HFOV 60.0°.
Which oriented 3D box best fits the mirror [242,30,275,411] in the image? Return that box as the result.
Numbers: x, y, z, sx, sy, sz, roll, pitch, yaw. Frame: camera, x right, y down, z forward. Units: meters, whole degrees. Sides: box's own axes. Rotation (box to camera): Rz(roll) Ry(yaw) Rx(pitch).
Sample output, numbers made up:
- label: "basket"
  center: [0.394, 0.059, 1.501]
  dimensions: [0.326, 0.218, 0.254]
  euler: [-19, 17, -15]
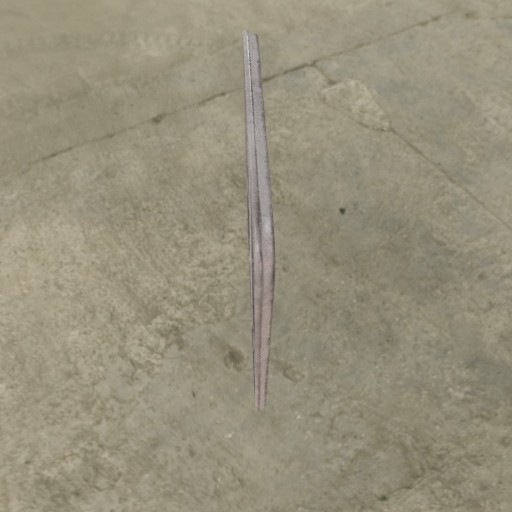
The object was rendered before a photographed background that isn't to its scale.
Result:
- label: "mirror"
  center: [0.000, 0.000, 0.882]
  dimensions: [0.024, 0.713, 0.461]
  euler: [-2, 58, -1]
